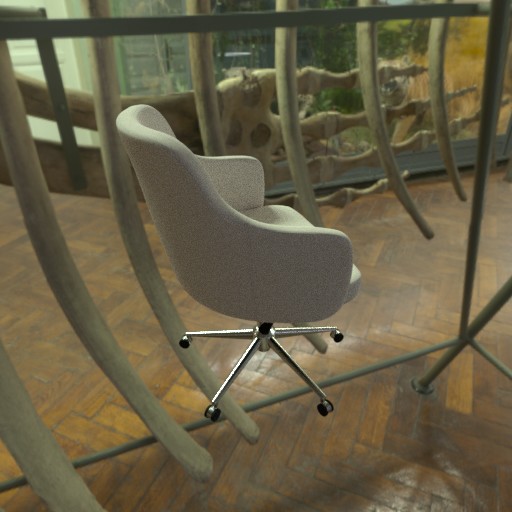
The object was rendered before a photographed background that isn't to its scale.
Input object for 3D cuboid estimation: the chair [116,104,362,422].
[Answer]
[{"bbox_3d":[0.000,0.000,1.265,0.647,0.819,0.602,-11,32,-18],"label":"chair"}]
